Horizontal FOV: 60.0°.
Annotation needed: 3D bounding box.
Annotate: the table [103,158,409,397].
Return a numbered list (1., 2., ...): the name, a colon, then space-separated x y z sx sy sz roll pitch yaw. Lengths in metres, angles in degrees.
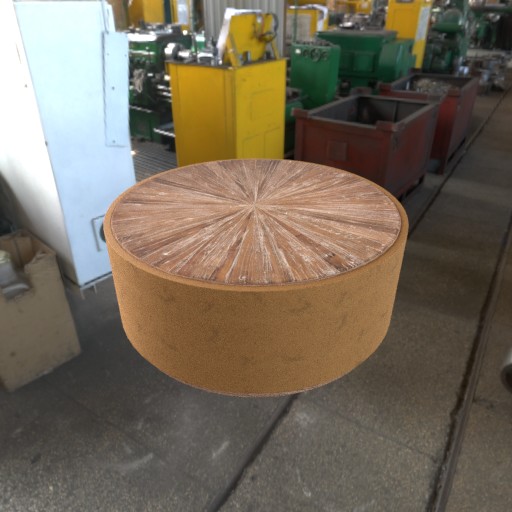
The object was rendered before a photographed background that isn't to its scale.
1. table: 0.000 0.000 1.617 1.001 0.409 1.001 0 31 0
